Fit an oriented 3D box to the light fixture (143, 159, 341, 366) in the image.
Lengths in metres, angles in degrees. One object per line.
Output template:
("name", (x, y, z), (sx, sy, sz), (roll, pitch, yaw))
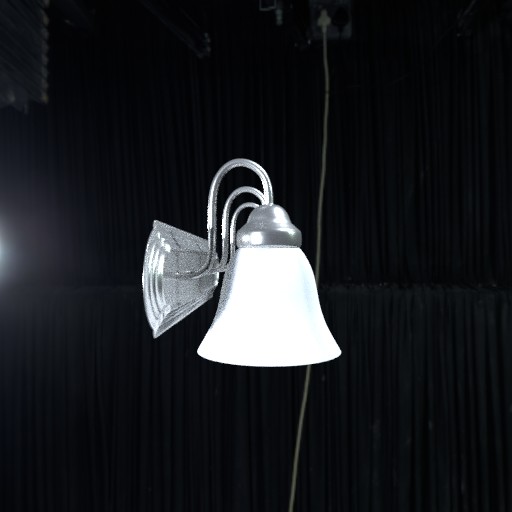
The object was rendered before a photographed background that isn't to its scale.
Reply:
("light fixture", (0.000, 0.000, 0.708), (0.199, 0.222, 0.610), (0, -1, 1))
